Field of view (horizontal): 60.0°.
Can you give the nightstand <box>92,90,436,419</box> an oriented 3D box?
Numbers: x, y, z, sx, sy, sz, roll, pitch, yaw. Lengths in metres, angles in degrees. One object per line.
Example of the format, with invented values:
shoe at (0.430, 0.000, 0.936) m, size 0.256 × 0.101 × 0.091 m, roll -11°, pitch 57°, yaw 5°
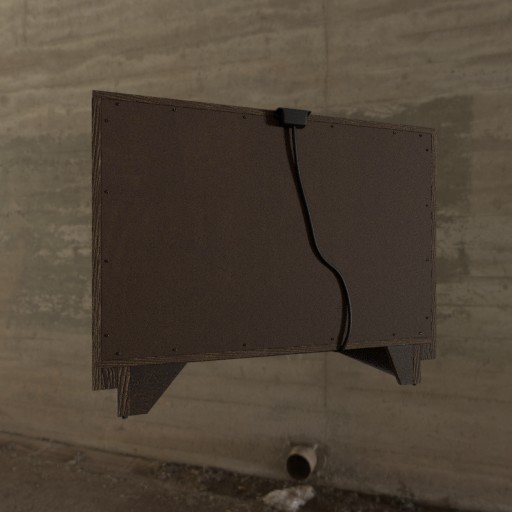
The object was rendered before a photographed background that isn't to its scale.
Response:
nightstand at (0.000, 0.000, 1.132) m, size 0.775 × 0.612 × 0.457 m, roll 0°, pitch 0°, yaw -19°
